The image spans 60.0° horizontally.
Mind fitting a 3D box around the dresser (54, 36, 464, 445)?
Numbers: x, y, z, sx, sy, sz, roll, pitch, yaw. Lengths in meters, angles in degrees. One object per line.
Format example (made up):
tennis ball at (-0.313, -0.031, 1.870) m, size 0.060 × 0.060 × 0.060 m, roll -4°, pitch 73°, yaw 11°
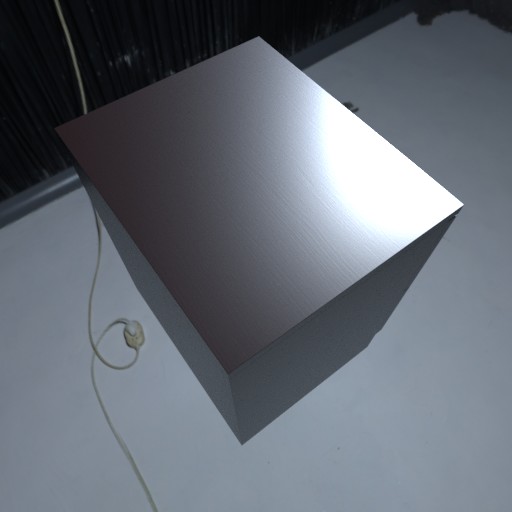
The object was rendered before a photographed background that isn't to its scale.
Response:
dresser at (0.000, 0.000, 0.752) m, size 0.360 × 0.470 × 0.400 m, roll -32°, pitch 64°, yaw -18°
